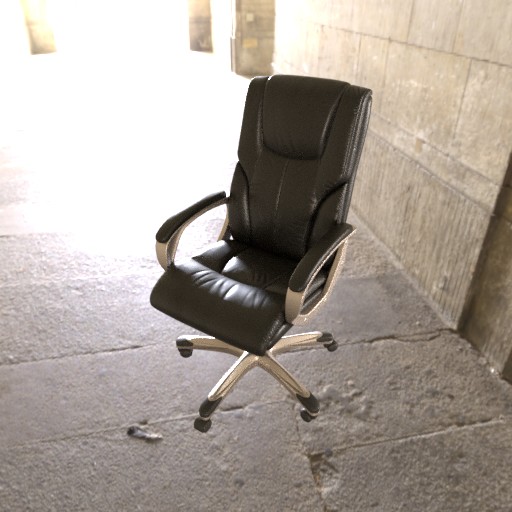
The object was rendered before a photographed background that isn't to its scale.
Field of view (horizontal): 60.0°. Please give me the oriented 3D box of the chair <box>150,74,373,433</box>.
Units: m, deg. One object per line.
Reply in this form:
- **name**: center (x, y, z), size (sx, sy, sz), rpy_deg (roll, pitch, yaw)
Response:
- **chair**: center (0.000, 0.000, 1.628), size (0.700, 1.145, 0.780), rpy_deg (19, 36, 28)
